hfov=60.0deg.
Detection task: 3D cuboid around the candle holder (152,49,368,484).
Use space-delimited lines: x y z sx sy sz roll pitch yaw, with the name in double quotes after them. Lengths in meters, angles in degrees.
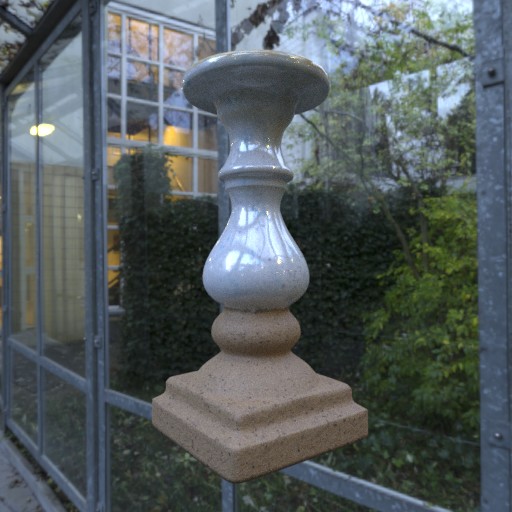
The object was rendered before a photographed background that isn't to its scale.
0.000 0.000 0.305 0.110 0.239 0.110 0 -1 -36 "candle holder"
